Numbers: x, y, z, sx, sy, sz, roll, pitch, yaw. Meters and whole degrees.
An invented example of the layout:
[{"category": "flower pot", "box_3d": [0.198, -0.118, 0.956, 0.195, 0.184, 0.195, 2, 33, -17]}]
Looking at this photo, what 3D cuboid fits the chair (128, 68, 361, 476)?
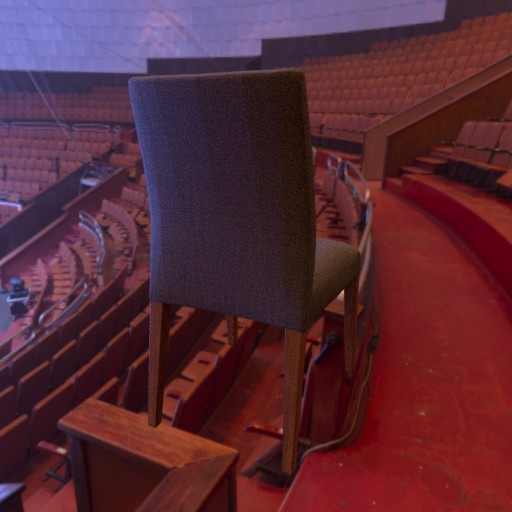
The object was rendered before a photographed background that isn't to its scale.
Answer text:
[{"category": "chair", "box_3d": [0.000, 0.000, 1.281, 0.496, 0.940, 0.585, 8, 18, 24]}]
